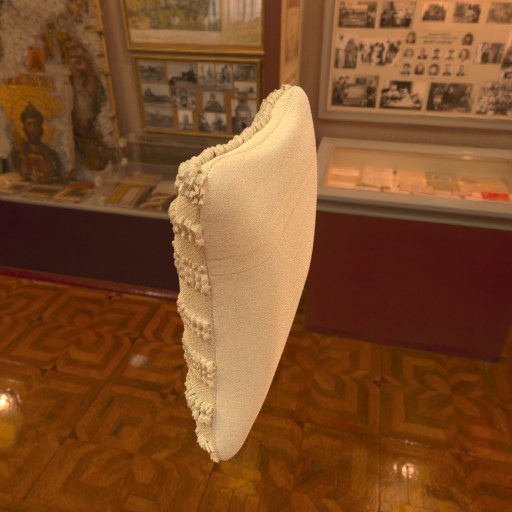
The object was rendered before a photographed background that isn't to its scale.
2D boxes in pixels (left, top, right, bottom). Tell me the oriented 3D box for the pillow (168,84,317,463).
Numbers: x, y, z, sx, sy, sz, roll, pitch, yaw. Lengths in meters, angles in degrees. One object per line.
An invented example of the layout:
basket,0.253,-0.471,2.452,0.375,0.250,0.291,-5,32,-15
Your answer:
pillow,0.000,0.000,0.667,0.145,0.427,0.437,8,32,14
